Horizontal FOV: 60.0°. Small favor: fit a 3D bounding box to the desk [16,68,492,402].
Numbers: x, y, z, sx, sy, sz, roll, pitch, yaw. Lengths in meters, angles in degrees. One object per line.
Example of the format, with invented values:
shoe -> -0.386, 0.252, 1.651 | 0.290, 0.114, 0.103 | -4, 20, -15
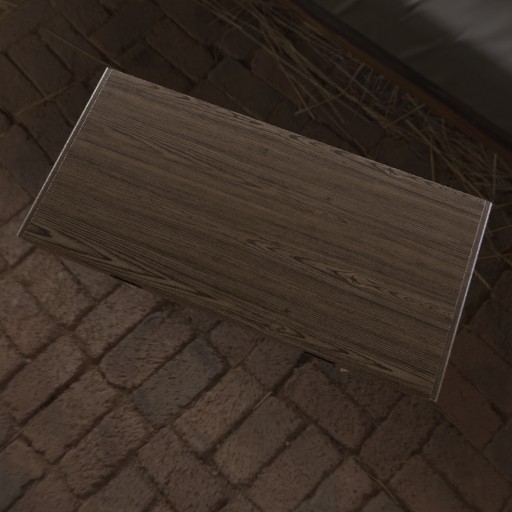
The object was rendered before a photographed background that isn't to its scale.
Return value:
desk -> 0.000, 0.000, 1.453 | 1.067, 0.755, 0.508 | 21, 77, 5
